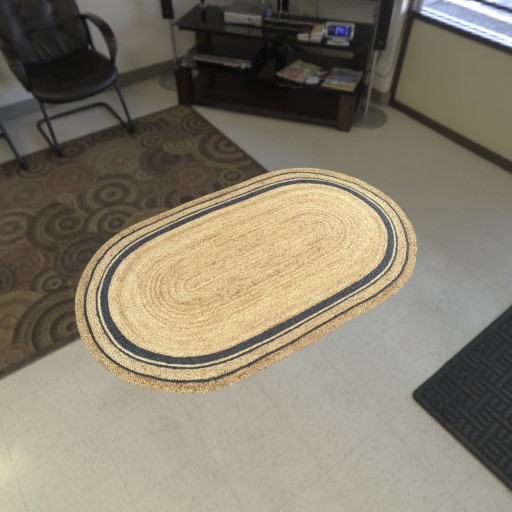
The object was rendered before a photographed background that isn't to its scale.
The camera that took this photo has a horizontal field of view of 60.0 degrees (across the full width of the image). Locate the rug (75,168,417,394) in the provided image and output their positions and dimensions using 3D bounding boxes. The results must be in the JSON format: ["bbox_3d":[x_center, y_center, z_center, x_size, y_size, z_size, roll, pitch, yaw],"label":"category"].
[{"bbox_3d":[0.000,0.000,3.045,2.432,0.006,1.520,-25,52,-21],"label":"rug"}]
